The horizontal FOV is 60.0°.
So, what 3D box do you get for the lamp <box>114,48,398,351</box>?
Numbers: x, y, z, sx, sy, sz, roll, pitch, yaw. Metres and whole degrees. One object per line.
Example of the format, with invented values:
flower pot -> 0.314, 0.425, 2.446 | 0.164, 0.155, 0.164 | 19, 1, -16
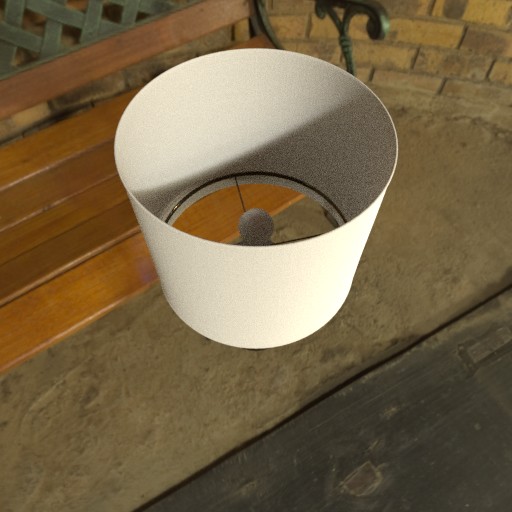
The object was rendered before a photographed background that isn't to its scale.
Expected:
lamp -> 0.000, 0.000, 0.522 | 0.229, 0.380, 0.229 | 0, 58, 0
